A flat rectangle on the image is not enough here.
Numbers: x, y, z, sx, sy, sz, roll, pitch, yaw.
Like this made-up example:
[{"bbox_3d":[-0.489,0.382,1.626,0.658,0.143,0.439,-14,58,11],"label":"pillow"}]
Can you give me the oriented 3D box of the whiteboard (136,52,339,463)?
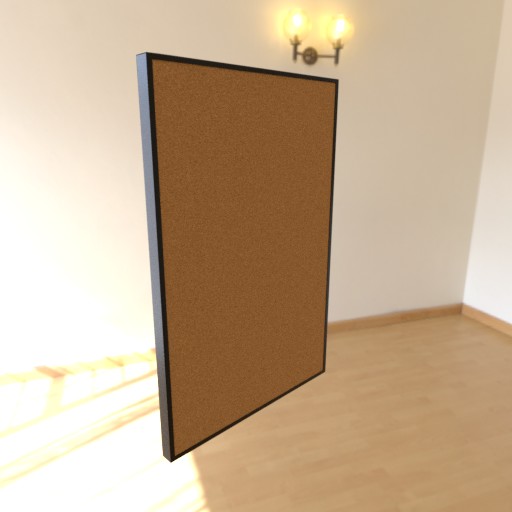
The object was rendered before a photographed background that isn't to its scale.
[{"bbox_3d":[0.000,0.000,0.778,0.406,0.611,0.026,-14,21,-42],"label":"whiteboard"}]
